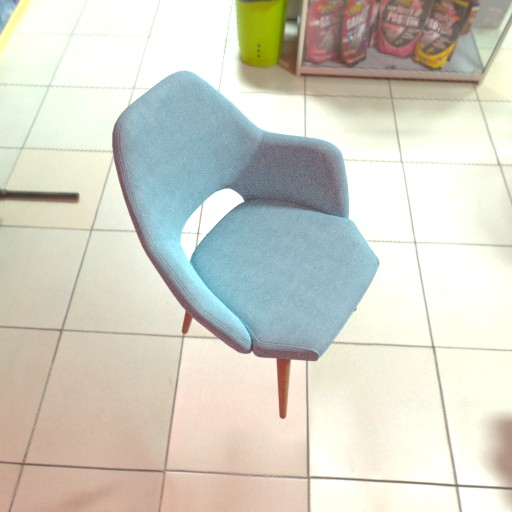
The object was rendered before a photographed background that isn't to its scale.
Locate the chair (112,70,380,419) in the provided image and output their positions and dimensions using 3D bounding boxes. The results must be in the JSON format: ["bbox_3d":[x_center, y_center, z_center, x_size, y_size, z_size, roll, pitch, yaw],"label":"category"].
[{"bbox_3d":[0.000,0.000,1.242,0.610,0.840,0.590,32,64,18],"label":"chair"}]
